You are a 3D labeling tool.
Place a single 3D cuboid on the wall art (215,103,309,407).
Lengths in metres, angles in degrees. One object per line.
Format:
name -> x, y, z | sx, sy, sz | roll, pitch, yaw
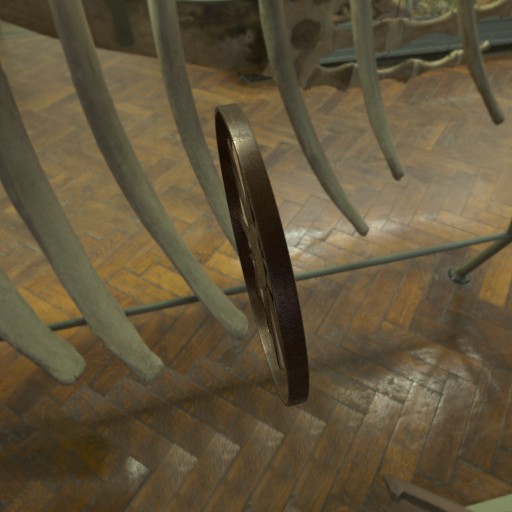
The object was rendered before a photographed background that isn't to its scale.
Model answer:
wall art -> 0.000, 0.000, 0.886 | 0.084, 0.583, 0.582 | -10, 47, -9
